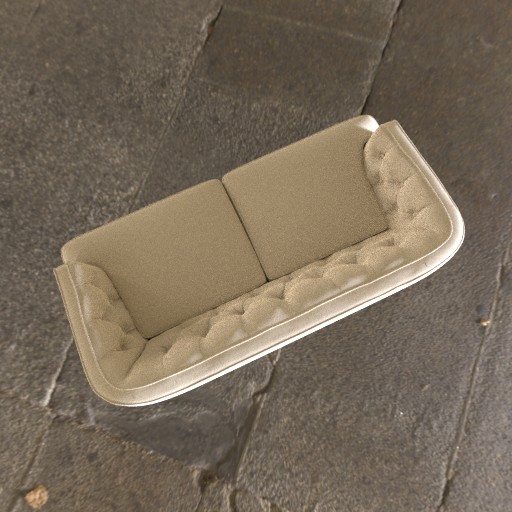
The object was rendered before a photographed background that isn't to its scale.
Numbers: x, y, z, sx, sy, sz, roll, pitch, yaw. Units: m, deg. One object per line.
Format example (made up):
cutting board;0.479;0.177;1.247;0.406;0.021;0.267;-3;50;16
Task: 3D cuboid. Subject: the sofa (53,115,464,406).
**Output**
sofa;0.000;0.000;2.234;1.733;0.855;0.941;-24;79;-5
